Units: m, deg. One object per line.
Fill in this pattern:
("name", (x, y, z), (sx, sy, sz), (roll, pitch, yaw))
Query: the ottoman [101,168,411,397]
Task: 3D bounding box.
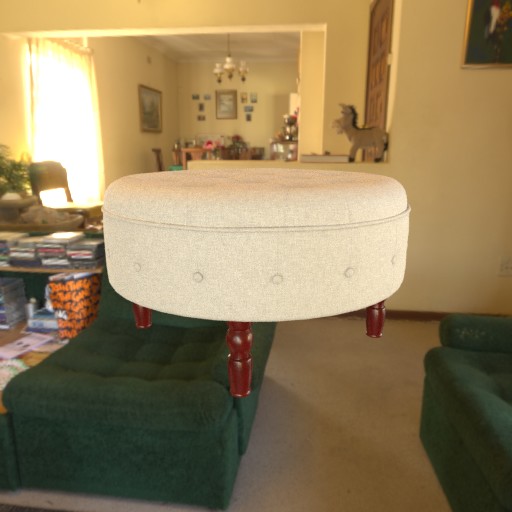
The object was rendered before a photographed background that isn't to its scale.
("ottoman", (0.000, 0.000, 1.323), (0.849, 0.478, 0.849), (0, 14, 0))
